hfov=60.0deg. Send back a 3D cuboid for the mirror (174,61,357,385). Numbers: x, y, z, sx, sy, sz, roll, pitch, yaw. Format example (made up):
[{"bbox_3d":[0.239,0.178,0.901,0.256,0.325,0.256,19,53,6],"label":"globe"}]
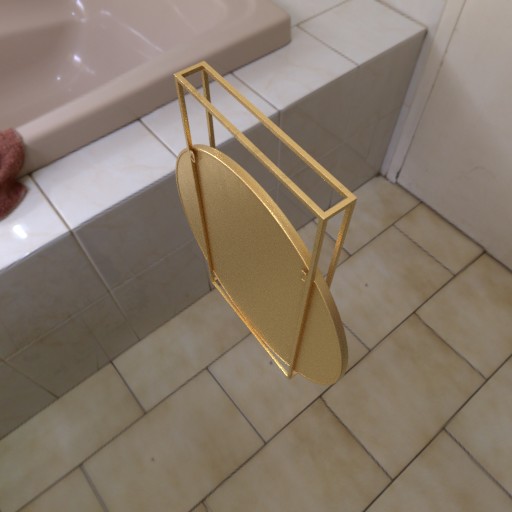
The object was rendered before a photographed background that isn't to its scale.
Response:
[{"bbox_3d":[0.000,0.000,0.815,0.051,0.603,0.508,-32,64,-19],"label":"mirror"}]
